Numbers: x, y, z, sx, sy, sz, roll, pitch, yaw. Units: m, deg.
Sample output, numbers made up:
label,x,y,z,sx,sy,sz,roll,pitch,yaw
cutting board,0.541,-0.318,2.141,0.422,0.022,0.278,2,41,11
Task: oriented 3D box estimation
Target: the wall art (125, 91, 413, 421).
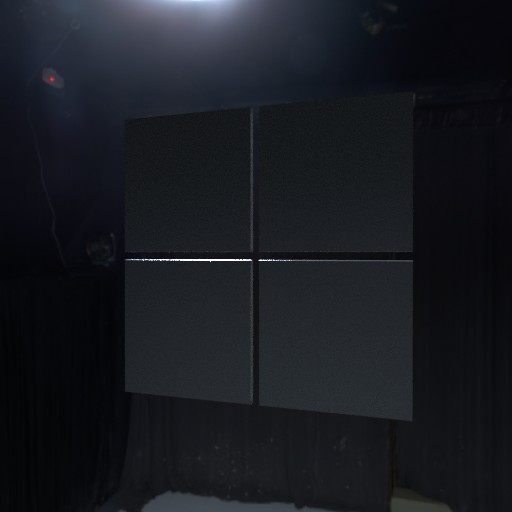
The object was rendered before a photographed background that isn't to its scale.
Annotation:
label,x,y,z,sx,sy,sz,roll,pitch,yaw
wall art,0.000,0.000,1.675,1.118,1.118,0.029,0,0,17
